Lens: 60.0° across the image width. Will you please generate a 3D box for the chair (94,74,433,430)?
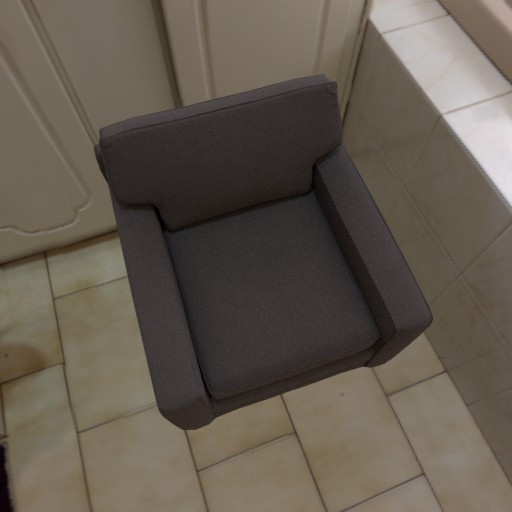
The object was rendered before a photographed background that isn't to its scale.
[{"bbox_3d":[0.000,0.000,1.816,0.997,0.913,1.043,-17,65,-8],"label":"chair"}]
